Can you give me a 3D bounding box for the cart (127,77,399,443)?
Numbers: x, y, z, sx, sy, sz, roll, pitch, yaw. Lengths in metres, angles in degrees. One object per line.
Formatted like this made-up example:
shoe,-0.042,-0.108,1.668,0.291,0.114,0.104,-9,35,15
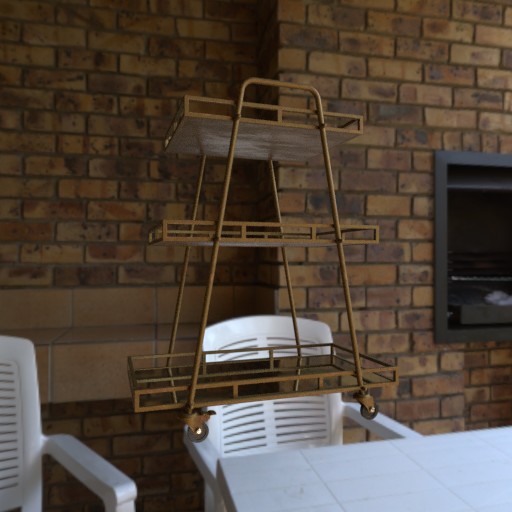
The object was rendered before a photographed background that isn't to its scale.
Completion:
cart,0.000,0.000,1.307,0.711,0.883,0.441,0,-1,-19
